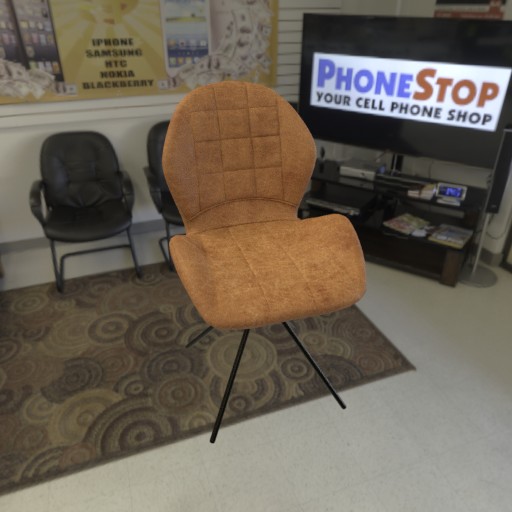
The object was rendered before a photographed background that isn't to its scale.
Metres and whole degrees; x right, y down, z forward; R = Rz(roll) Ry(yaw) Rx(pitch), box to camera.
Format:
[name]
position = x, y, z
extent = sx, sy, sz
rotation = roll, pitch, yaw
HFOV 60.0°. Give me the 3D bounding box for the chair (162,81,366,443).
[chair]
position = 0.000, 0.000, 1.363
extent = 0.527, 0.929, 0.640
rotation = -9, 31, -15
